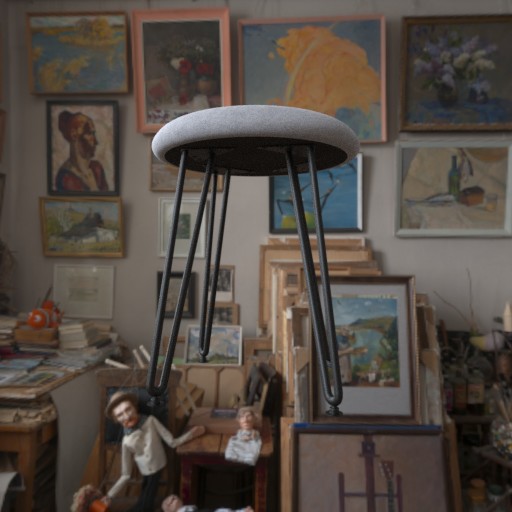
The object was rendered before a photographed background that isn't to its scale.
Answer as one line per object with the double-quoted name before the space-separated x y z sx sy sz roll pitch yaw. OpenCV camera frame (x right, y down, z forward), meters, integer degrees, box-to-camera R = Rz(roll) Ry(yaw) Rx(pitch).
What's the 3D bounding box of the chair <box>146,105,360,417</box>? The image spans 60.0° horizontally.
"chair" 0.000 0.000 0.675 0.350 0.386 0.350 0 0 -36
